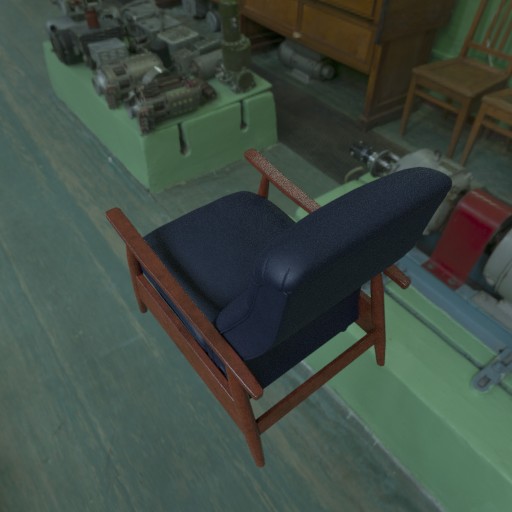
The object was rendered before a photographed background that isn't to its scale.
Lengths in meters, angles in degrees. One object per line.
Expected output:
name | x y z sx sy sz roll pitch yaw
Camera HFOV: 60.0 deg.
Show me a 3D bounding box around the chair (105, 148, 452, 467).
chair | 0.000 0.000 1.732 0.762 1.082 1.014 -30 53 -26
